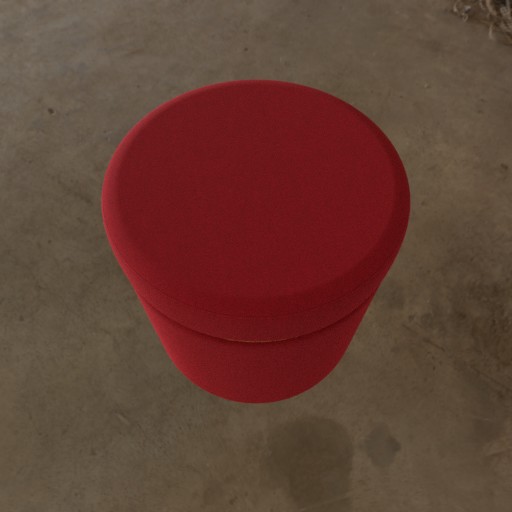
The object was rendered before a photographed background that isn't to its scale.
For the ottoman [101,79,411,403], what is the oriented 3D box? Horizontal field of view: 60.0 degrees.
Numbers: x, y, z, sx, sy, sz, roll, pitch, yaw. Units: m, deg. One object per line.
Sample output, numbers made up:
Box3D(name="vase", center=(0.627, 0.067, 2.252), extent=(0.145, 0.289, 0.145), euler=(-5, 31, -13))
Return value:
Box3D(name="ottoman", center=(0.000, 0.000, 0.738), extent=(0.400, 0.406, 0.400), euler=(0, 59, 0))
